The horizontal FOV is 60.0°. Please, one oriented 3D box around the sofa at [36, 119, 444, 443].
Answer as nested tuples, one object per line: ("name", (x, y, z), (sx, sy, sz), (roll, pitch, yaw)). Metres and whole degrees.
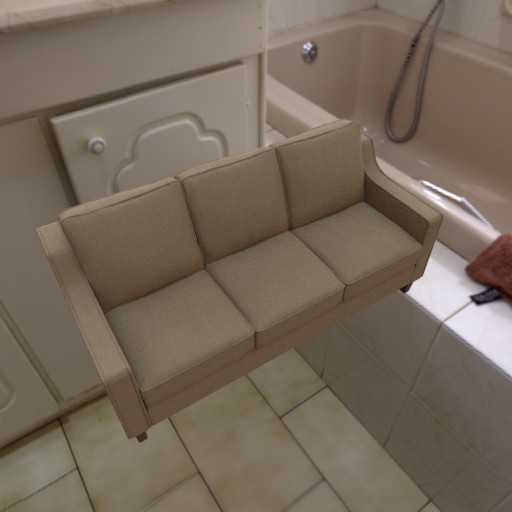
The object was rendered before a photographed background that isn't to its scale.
("sofa", (0.000, 0.000, 2.504), (1.986, 0.974, 0.911), (-24, 49, -23))
